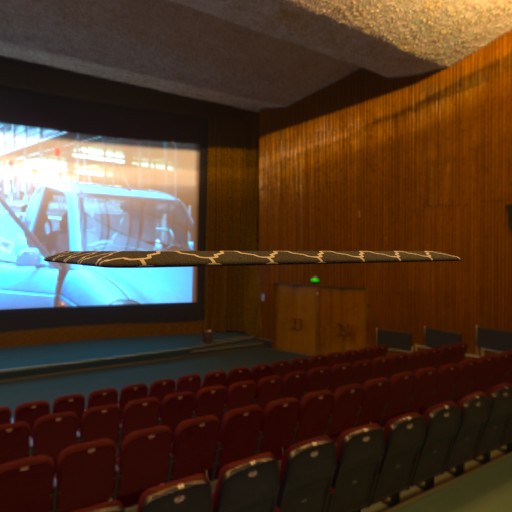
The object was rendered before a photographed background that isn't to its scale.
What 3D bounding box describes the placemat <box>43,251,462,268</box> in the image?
[{"bbox_3d":[0.000,0.000,0.946,0.762,0.021,0.508,0,1,-34],"label":"placemat"}]
